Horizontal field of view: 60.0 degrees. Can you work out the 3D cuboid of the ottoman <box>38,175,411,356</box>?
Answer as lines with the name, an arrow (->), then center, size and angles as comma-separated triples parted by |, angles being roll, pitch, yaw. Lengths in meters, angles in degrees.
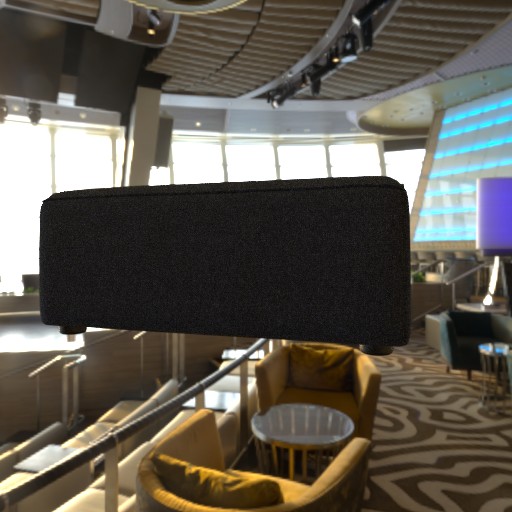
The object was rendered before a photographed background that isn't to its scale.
ottoman -> 0.000, 0.000, 1.556 | 1.000, 0.439, 1.000 | 0, 1, 17
